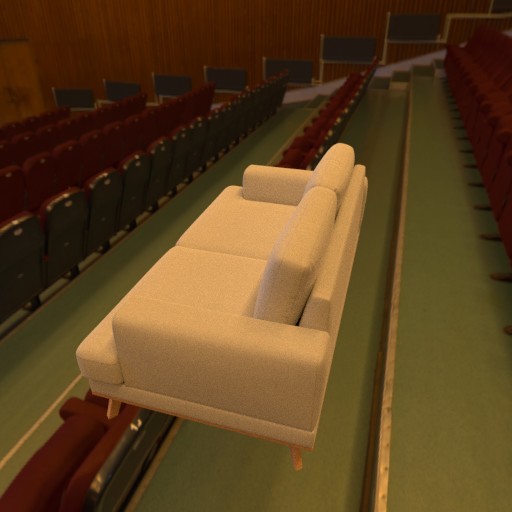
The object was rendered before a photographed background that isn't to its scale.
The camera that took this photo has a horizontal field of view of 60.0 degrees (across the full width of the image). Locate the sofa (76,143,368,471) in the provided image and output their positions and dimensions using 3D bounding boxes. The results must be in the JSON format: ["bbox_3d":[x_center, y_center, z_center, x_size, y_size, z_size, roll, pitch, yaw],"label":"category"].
[{"bbox_3d":[0.000,0.000,2.153,0.915,0.810,1.651,9,32,14],"label":"sofa"}]
